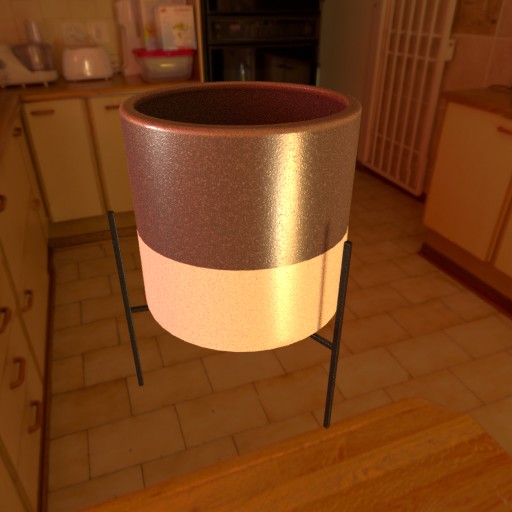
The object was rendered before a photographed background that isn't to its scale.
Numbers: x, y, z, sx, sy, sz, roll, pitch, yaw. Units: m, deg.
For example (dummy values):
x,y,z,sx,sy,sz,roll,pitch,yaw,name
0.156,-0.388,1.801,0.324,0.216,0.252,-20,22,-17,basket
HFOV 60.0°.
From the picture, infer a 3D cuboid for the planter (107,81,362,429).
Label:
x,y,z,sx,sy,sz,roll,pitch,yaw,name
0.000,0.000,0.521,0.260,0.353,0.250,22,37,33,planter
